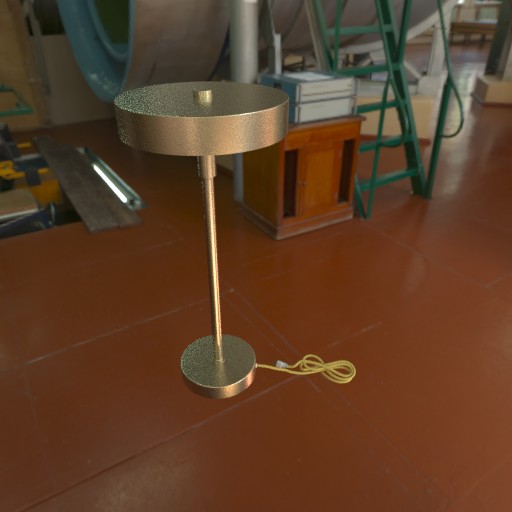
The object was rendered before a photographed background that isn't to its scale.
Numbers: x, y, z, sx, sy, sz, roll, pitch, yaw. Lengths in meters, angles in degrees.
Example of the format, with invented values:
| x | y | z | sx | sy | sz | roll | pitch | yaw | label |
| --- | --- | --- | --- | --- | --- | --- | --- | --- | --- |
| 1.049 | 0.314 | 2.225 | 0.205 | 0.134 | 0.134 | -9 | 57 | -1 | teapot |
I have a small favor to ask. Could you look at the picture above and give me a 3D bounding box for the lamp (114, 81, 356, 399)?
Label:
| x | y | z | sx | sy | sz | roll | pitch | yaw | label |
| --- | --- | --- | --- | --- | --- | --- | --- | --- | --- |
| 0.000 | 0.000 | 0.711 | 0.369 | 0.508 | 0.229 | 1 | 31 | 2 | lamp |
